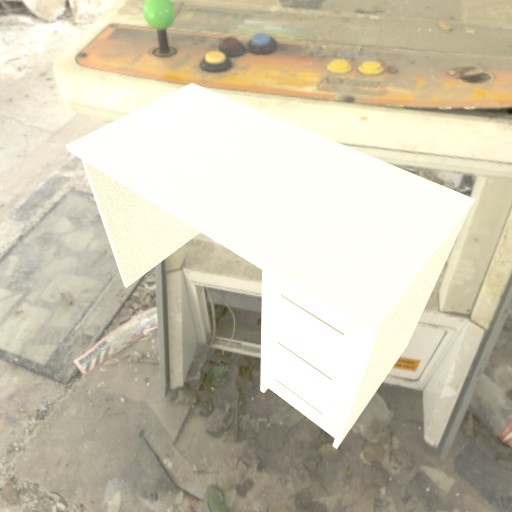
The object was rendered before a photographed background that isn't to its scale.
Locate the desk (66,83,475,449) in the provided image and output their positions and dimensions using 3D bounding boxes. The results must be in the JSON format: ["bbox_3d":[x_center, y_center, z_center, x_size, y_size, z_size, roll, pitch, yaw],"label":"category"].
[{"bbox_3d":[0.000,0.000,1.574,1.097,0.735,0.560,31,54,26],"label":"desk"}]
